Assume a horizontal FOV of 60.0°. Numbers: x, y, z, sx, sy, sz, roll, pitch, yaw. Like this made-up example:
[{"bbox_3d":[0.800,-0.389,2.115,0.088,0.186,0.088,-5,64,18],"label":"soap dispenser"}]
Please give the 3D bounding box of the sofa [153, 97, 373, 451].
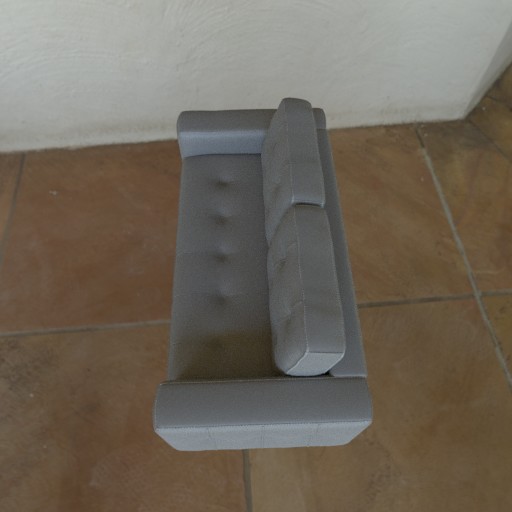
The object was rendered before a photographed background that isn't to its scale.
[{"bbox_3d":[0.000,0.000,2.213,0.833,0.893,1.726,-2,59,-1],"label":"sofa"}]
